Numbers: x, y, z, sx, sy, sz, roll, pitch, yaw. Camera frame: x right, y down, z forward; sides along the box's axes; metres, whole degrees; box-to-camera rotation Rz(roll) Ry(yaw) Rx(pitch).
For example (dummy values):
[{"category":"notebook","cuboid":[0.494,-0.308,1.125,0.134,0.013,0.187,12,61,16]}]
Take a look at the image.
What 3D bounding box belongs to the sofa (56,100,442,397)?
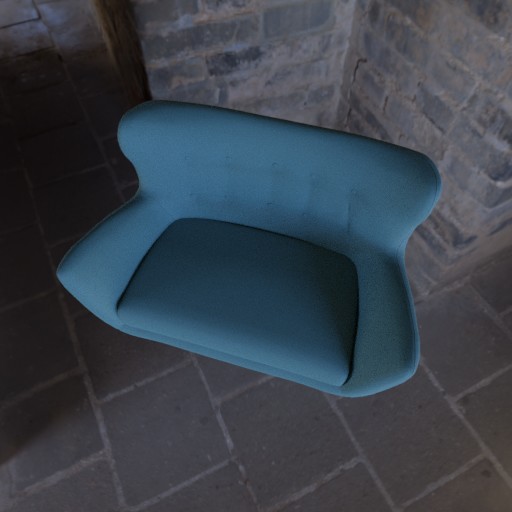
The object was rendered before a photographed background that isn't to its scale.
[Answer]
[{"category":"sofa","cuboid":[0.000,0.000,1.962,1.397,0.889,0.889,14,58,9]}]
